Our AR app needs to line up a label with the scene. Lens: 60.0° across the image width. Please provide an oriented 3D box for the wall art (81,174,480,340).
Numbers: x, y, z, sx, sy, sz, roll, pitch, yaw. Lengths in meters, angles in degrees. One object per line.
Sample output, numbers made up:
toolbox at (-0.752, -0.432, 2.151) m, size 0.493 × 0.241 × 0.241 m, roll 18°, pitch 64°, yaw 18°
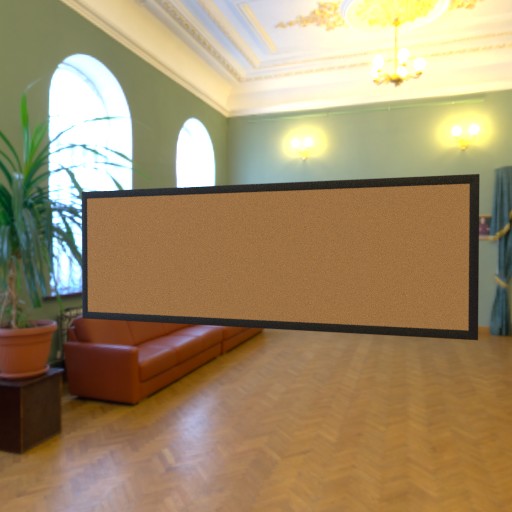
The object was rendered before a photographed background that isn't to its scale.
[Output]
wall art at (0.000, 0.000, 0.951) m, size 0.860 × 0.303 × 0.037 m, roll 0°, pitch 1°, yaw 17°
